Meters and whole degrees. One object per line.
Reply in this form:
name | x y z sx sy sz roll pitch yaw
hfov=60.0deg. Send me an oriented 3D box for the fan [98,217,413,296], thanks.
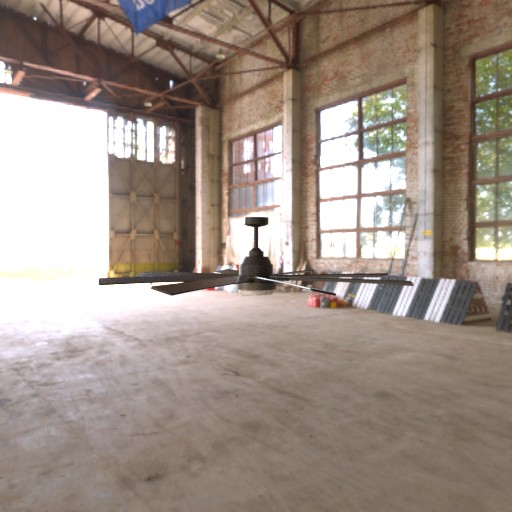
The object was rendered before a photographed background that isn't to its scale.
fan | 0.000 0.000 2.726 1.830 0.472 1.830 0 1 -18
